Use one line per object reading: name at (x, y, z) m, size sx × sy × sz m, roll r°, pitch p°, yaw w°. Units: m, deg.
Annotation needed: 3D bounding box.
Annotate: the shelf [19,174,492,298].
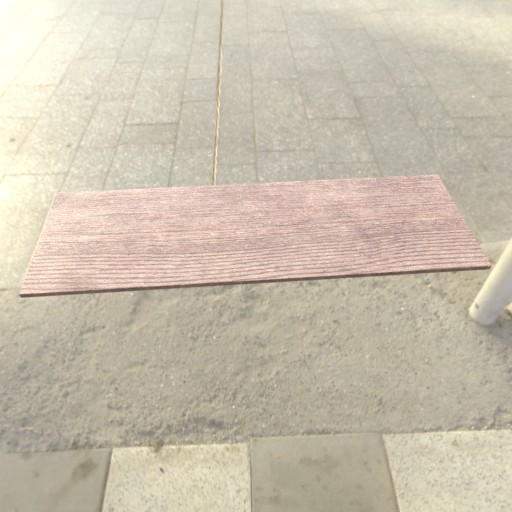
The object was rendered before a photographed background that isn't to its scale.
shelf at (0.000, 0.000, 0.683) m, size 0.610 × 0.125 × 0.200 m, roll -3°, pitch 47°, yaw -3°
